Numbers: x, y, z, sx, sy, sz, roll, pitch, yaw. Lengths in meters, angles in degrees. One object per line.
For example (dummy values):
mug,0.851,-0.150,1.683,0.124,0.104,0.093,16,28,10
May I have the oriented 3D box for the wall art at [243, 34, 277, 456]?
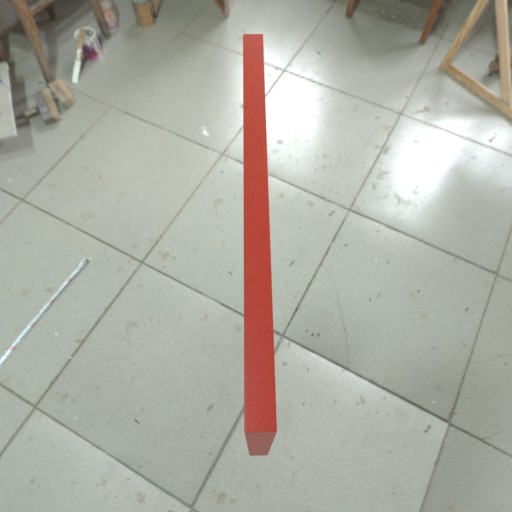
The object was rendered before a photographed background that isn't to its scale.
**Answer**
wall art,0.000,0.000,0.764,0.033,0.405,0.607,-1,63,0
